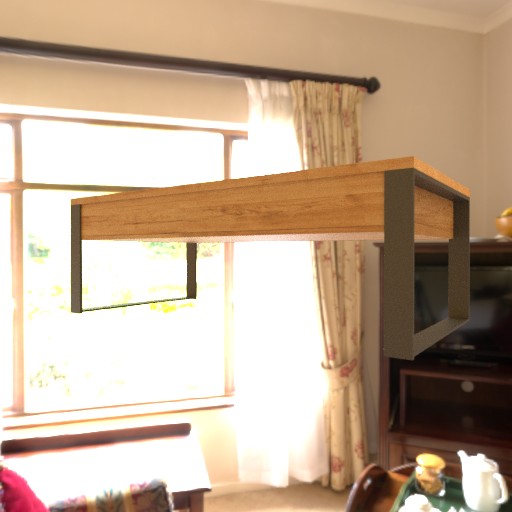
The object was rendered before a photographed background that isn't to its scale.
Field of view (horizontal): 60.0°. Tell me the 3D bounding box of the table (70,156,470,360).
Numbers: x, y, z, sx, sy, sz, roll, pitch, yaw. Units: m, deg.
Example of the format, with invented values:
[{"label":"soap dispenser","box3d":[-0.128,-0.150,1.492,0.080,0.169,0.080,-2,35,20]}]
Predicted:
[{"label":"table","box3d":[0.000,0.000,1.450,1.180,0.400,0.590,0,1,36]}]
